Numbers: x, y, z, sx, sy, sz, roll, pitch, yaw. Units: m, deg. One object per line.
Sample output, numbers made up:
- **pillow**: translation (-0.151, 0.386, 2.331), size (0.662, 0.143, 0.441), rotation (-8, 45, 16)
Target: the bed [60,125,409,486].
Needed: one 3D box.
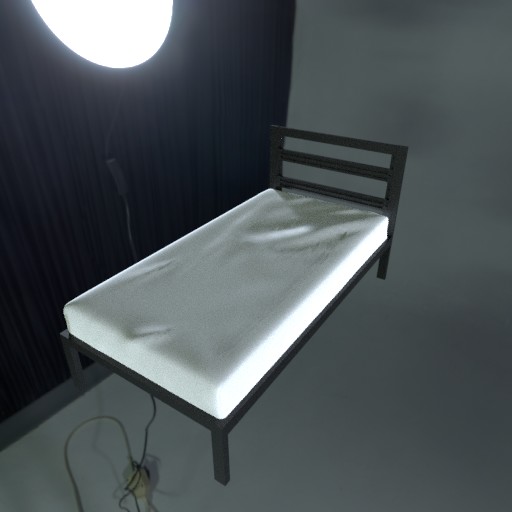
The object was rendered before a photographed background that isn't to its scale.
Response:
- **bed**: translation (0.000, 0.000, 2.533), size (0.991, 0.967, 1.930), rotation (19, 35, 29)
